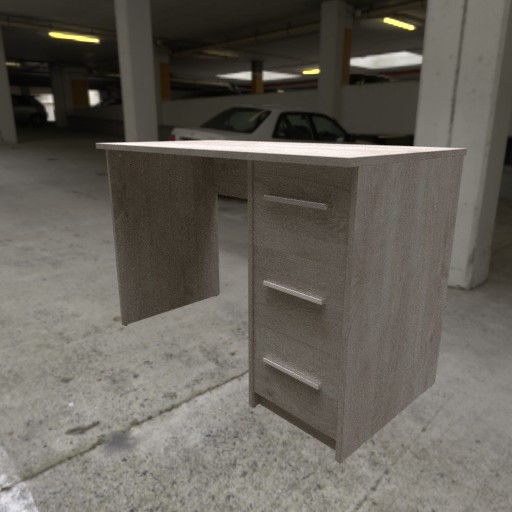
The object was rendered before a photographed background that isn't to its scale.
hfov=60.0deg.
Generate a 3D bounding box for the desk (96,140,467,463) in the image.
[{"bbox_3d":[0.000,0.000,1.517,0.560,0.735,1.097,-15,22,-42],"label":"desk"}]
